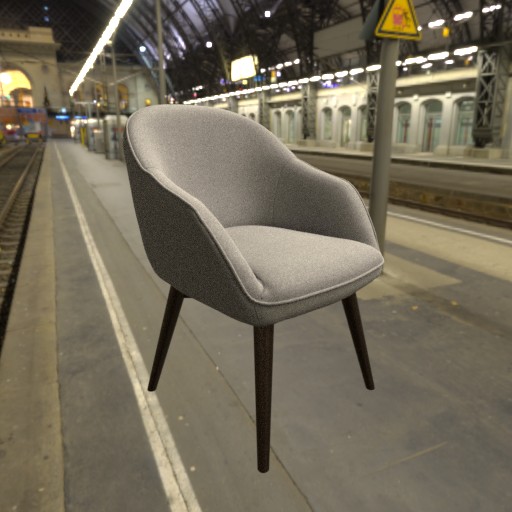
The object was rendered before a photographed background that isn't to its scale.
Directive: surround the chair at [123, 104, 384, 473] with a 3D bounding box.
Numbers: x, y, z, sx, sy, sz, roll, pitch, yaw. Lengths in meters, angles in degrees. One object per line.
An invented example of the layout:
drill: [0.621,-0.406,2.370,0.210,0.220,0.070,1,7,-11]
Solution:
chair: [0.000,0.000,1.220,0.611,0.810,0.589,15,22,42]
